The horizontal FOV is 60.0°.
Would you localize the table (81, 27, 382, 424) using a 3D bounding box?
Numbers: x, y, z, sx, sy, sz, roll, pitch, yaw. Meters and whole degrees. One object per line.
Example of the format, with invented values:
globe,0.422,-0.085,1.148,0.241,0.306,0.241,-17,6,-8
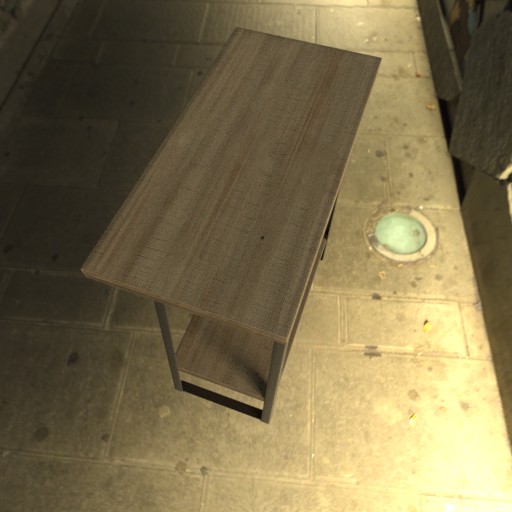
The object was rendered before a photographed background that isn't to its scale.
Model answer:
table,0.000,0.000,1.028,0.300,0.701,0.599,17,60,10
